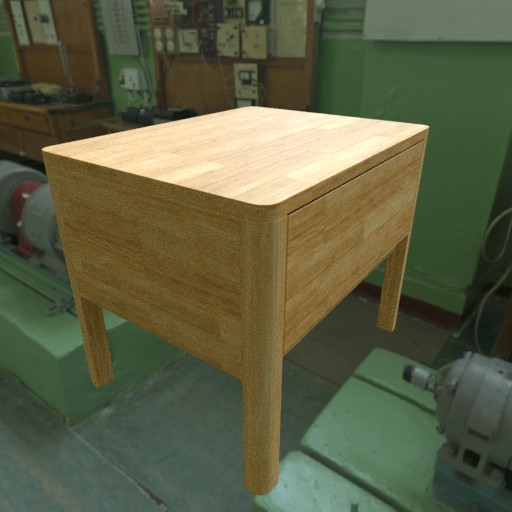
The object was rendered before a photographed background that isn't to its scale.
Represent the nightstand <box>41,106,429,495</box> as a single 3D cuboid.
[{"bbox_3d":[0.000,0.000,0.882,0.440,0.470,0.560,18,32,32],"label":"nightstand"}]
